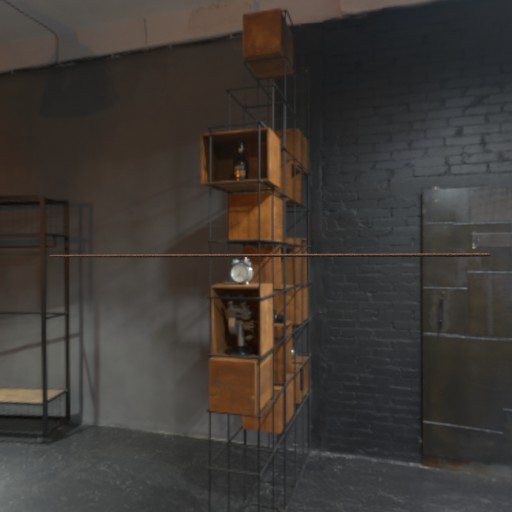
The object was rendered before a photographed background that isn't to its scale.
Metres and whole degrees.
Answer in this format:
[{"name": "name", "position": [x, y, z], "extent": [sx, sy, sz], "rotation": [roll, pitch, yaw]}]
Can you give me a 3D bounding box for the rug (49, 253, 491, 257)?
[{"name": "rug", "position": [0.000, 0.000, 2.691], "extent": [2.448, 0.012, 0.769], "rotation": [0, 0, 19]}]
